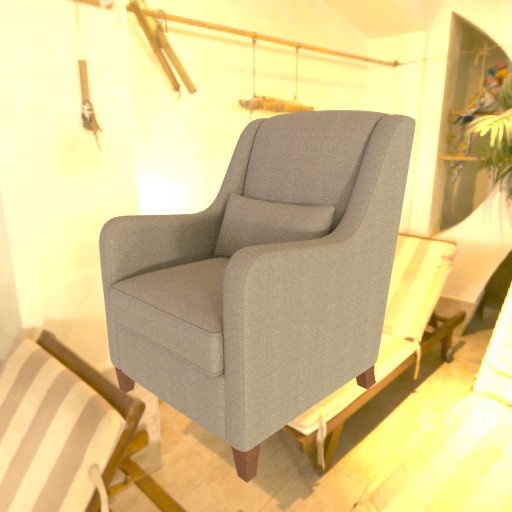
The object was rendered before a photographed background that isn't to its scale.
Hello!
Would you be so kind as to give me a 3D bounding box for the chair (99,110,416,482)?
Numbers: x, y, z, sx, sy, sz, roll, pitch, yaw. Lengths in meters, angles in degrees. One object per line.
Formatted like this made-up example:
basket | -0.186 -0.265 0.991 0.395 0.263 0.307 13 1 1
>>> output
chair | 0.000 0.000 1.586 0.715 1.017 0.890 14 21 41
